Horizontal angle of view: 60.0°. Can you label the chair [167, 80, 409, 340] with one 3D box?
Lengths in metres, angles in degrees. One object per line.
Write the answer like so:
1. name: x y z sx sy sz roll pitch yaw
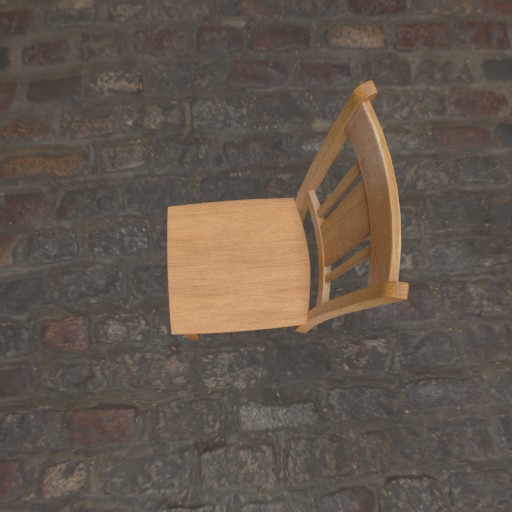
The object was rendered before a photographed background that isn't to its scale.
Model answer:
1. chair: 0.000 0.000 1.324 0.556 0.998 0.450 -4 76 -1
